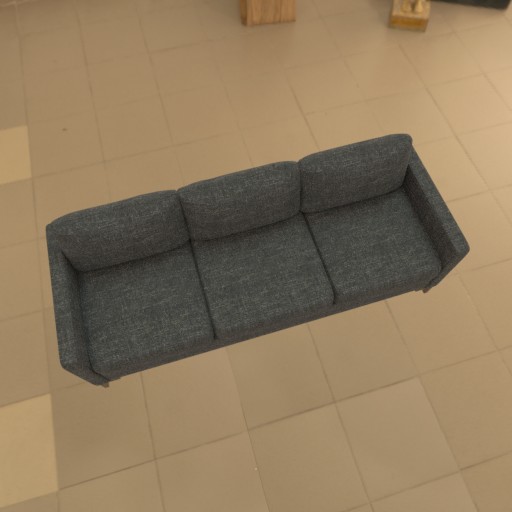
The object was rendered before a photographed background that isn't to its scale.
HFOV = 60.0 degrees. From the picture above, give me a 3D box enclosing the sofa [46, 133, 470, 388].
[{"bbox_3d":[0.000,0.000,2.636,2.218,0.874,0.859,-15,65,-7],"label":"sofa"}]
